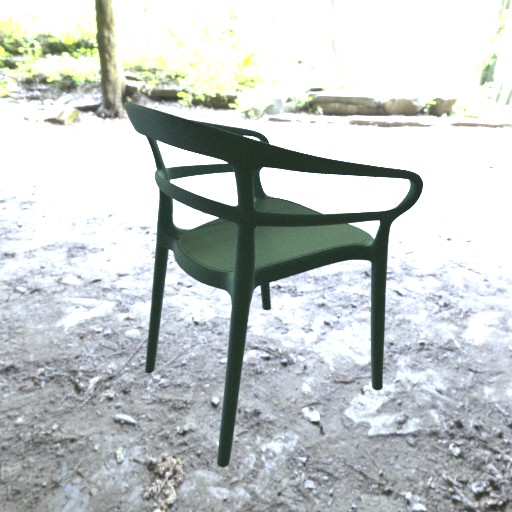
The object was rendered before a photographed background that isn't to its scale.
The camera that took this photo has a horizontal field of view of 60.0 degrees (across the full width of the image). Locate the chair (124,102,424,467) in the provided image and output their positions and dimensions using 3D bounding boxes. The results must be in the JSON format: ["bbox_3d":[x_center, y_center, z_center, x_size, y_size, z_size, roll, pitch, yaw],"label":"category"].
[{"bbox_3d":[0.000,0.000,1.110,0.527,0.761,0.559,-19,32,-33],"label":"chair"}]
